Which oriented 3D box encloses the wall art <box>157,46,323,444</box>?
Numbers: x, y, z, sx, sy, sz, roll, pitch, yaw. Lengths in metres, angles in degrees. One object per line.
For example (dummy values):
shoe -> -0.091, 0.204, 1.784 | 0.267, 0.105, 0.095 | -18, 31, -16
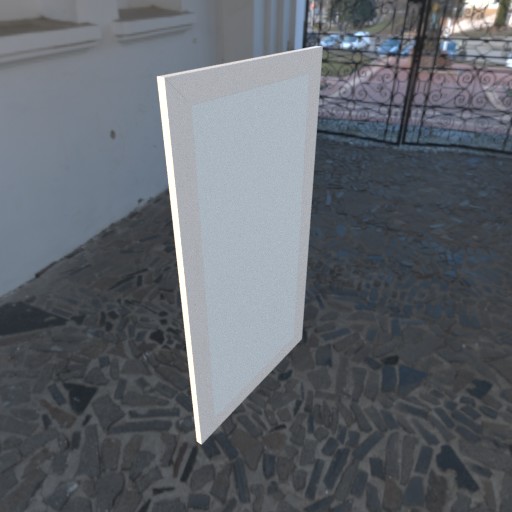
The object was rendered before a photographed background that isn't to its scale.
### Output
wall art -> 0.000, 0.000, 0.832 | 0.013, 0.683, 0.380 | 21, 37, 30
